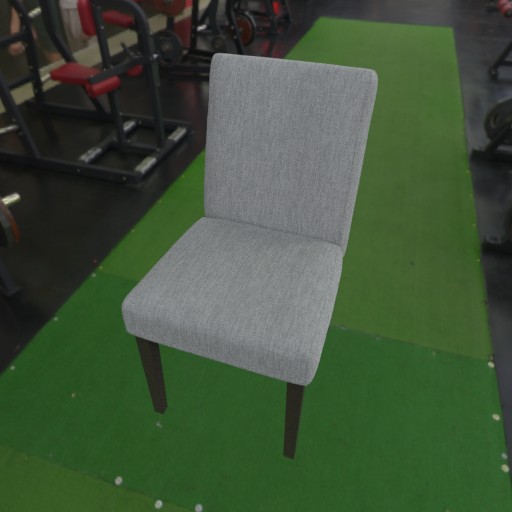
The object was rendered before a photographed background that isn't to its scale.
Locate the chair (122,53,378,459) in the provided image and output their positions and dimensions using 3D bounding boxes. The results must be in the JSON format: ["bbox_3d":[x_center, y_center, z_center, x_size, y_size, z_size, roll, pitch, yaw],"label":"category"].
[{"bbox_3d":[0.000,0.000,1.225,0.487,0.884,0.629,13,42,15],"label":"chair"}]
